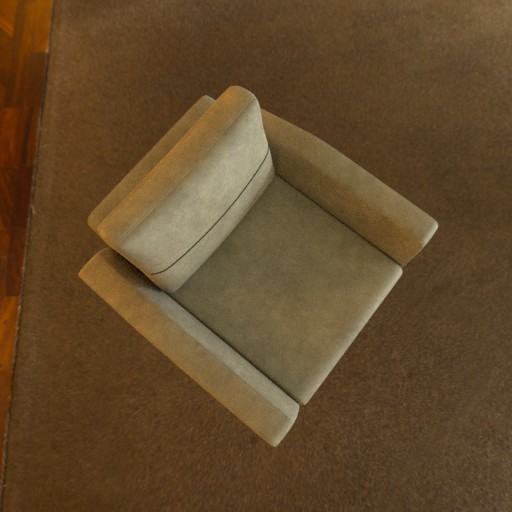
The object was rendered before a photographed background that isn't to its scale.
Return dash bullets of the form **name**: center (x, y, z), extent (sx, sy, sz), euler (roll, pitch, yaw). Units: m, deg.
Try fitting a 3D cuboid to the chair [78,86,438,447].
- **chair**: center (0.000, 0.000, 1.572), extent (0.900, 0.800, 0.900), euler (38, 79, 9)
